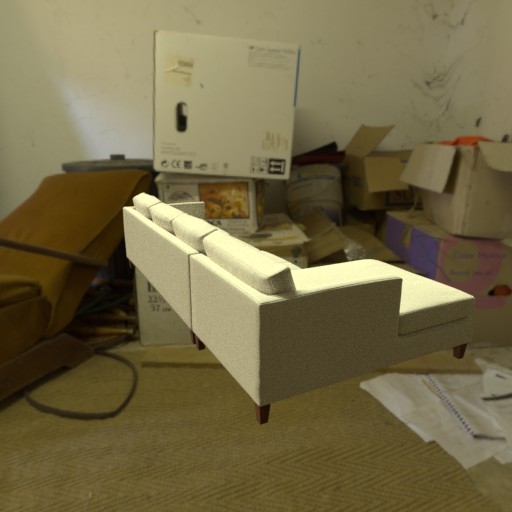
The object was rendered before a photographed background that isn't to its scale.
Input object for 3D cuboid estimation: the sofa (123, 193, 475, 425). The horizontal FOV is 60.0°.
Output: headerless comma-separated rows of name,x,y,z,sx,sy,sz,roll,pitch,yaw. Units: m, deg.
sofa,0.000,0.000,3.872,1.625,0.846,3.186,-8,18,-26
